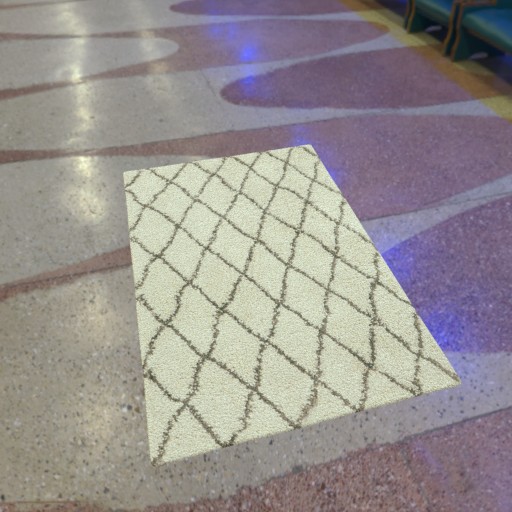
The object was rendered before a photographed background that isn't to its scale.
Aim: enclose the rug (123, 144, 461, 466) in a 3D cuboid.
[{"bbox_3d":[0.000,0.000,2.238,1.219,0.030,1.778,-11,47,-10],"label":"rug"}]
